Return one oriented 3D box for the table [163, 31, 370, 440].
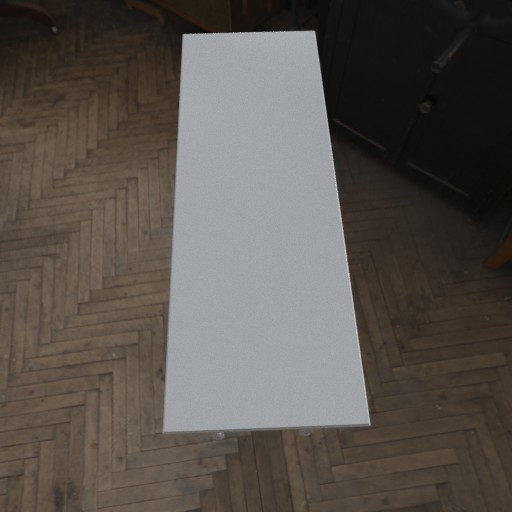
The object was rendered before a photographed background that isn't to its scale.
[{"bbox_3d":[0.000,0.000,1.376,0.381,0.749,1.067,-2,64,-1],"label":"table"}]
